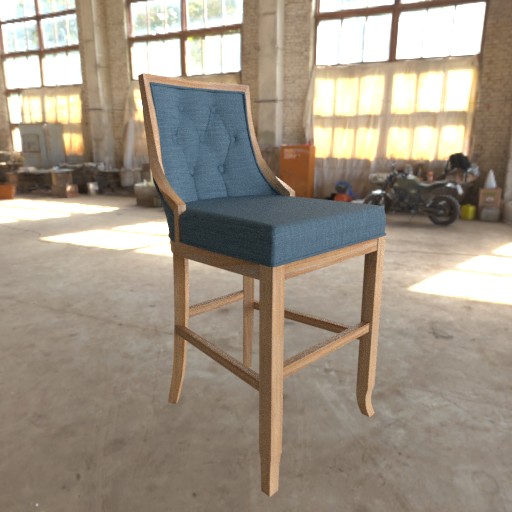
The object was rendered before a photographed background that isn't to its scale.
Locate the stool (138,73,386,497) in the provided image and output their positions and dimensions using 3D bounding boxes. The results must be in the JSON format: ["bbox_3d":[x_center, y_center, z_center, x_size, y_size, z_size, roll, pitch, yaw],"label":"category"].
[{"bbox_3d":[0.000,0.000,1.417,0.524,1.101,0.626,-14,20,-43],"label":"stool"}]
